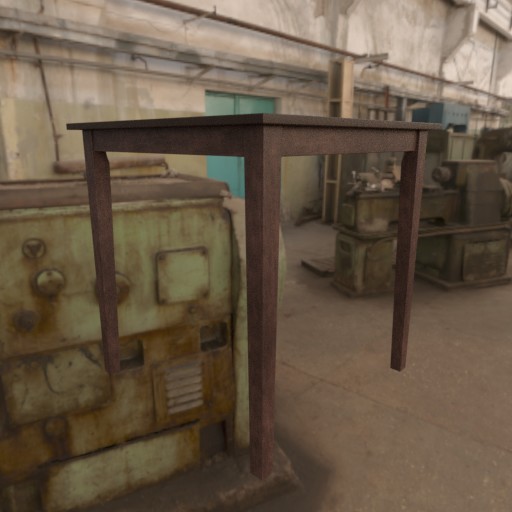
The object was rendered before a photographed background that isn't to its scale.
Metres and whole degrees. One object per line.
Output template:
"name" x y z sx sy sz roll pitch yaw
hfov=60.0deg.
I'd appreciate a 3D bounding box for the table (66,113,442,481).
"table" 0.000 0.000 1.345 0.749 0.770 0.749 14 20 42
